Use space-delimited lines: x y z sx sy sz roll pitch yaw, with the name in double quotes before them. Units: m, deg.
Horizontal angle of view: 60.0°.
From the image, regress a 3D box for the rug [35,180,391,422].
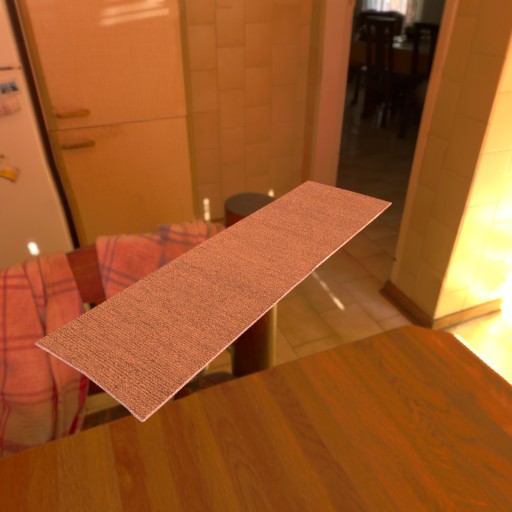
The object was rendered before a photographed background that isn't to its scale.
"rug" 0.000 0.000 2.558 0.692 0.032 2.320 22 38 31
